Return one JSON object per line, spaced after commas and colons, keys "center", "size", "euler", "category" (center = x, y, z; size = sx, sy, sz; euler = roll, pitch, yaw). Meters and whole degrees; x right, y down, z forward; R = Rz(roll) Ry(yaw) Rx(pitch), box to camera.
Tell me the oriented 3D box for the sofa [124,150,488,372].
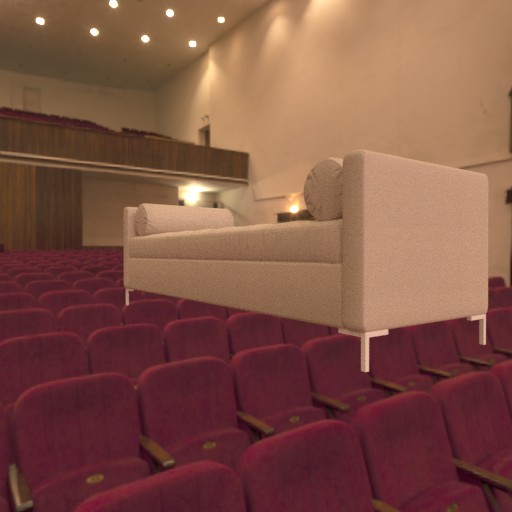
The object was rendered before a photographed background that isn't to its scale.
{"center": [0.000, 0.000, 2.224], "size": [0.686, 0.635, 1.981], "euler": [0, 0, -35], "category": "sofa"}
